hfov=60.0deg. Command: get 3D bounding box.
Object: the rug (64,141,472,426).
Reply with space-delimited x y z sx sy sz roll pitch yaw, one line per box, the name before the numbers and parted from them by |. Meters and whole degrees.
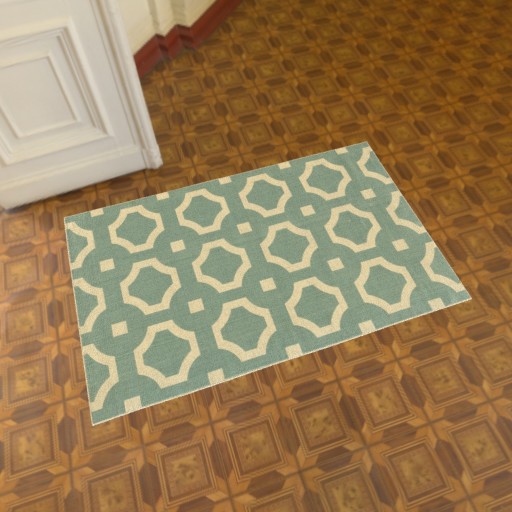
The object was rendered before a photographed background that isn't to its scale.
rug | 0.000 0.000 3.053 2.443 0.015 1.528 -16 59 -10
